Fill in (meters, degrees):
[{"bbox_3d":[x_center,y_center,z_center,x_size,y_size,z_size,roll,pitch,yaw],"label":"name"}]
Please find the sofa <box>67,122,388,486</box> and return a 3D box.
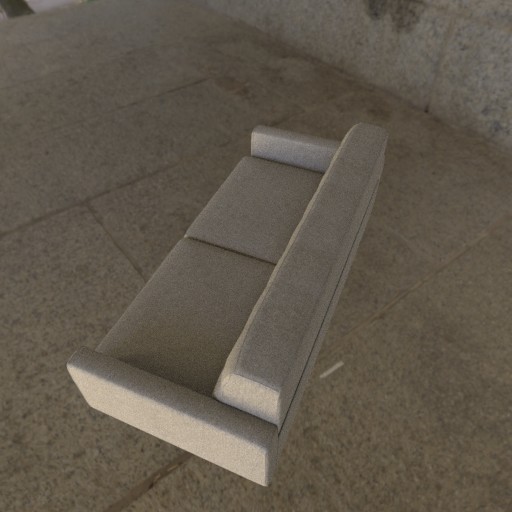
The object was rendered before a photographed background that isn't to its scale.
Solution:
[{"bbox_3d":[0.000,0.000,2.475,0.968,0.873,2.055,17,49,16],"label":"sofa"}]
